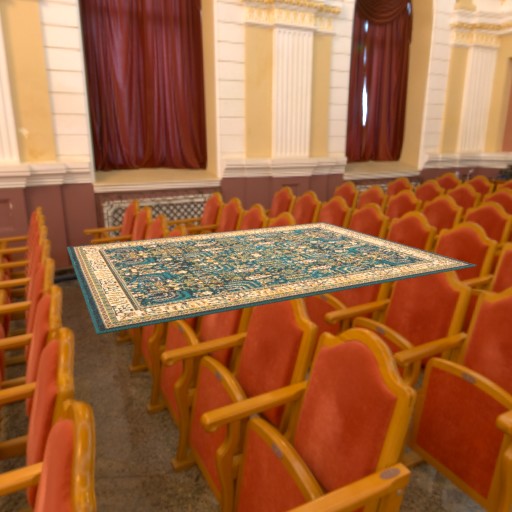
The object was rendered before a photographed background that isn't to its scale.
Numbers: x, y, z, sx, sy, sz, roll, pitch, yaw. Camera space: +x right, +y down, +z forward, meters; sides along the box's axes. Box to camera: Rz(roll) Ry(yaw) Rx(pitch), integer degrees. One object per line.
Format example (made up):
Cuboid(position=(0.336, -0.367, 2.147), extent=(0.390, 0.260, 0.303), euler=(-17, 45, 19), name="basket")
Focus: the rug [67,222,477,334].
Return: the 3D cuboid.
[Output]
Cuboid(position=(0.000, 0.000, 4.040), extent=(3.044, 0.015, 2.226), euler=(-7, 16, -25), name="rug")
